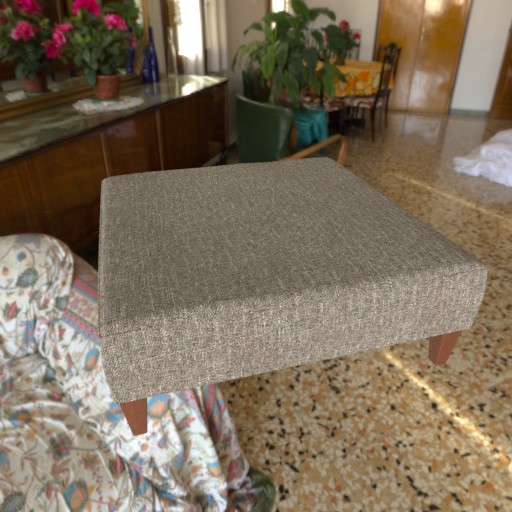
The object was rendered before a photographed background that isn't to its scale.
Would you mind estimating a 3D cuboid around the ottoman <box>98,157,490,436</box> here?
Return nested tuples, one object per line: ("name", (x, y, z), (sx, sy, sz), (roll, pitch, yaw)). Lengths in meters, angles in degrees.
("ottoman", (0.000, 0.000, 1.502), (0.981, 0.379, 1.016), (-8, 31, -14))
